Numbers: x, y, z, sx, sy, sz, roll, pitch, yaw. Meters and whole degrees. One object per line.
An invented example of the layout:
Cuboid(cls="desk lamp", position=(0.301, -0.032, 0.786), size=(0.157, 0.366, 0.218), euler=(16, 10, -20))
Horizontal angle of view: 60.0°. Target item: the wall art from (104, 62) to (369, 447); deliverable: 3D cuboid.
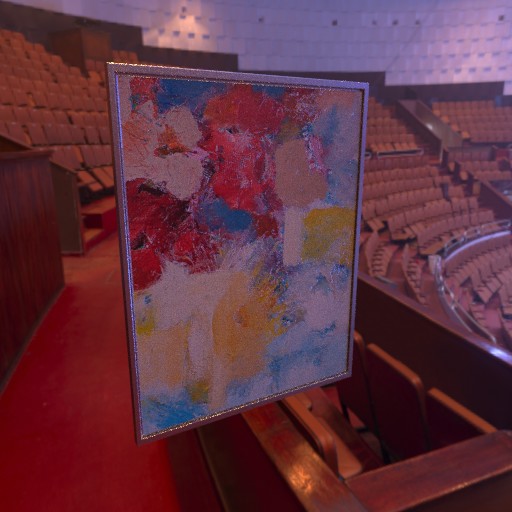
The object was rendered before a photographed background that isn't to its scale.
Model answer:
Cuboid(cls="wall art", position=(0.000, 0.000, 1.374), size=(0.816, 1.046, 0.030), euler=(-8, 17, -28))
